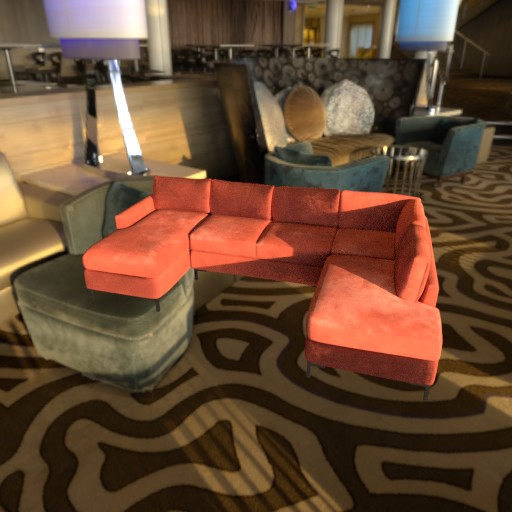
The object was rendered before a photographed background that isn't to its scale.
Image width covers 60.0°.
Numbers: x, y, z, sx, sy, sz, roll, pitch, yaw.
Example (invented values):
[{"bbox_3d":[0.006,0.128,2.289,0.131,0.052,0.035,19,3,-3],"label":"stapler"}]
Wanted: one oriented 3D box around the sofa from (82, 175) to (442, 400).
[{"bbox_3d":[0.000,0.000,3.932,2.971,0.858,1.981,7,26,15],"label":"sofa"}]
